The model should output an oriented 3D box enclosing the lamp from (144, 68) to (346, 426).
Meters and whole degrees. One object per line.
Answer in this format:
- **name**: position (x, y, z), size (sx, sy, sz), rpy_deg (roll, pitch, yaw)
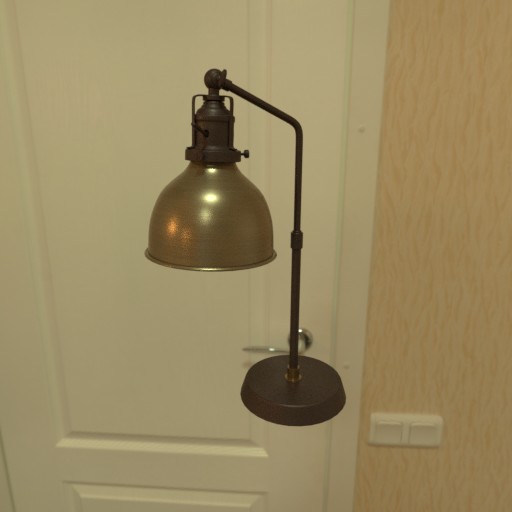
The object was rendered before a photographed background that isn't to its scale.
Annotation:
- **lamp**: position (0.000, 0.000, 0.606), size (0.298, 0.469, 0.175), rpy_deg (-7, 17, -24)
